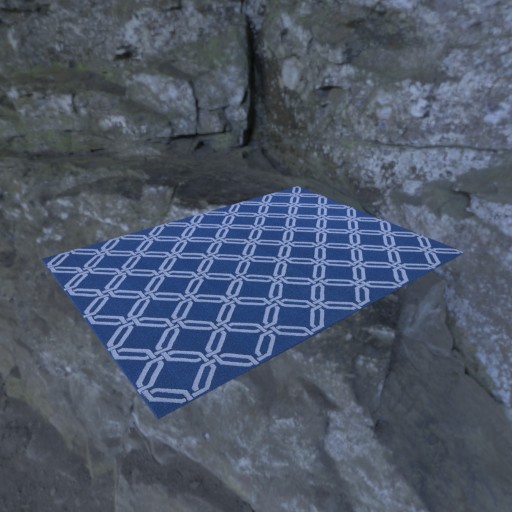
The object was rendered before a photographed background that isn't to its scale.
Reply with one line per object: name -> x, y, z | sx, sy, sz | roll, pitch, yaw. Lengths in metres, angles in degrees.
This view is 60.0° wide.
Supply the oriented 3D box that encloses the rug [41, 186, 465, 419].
rug -> 0.000, 0.000, 4.321 | 3.342, 0.018, 2.432 | -20, 35, -33
